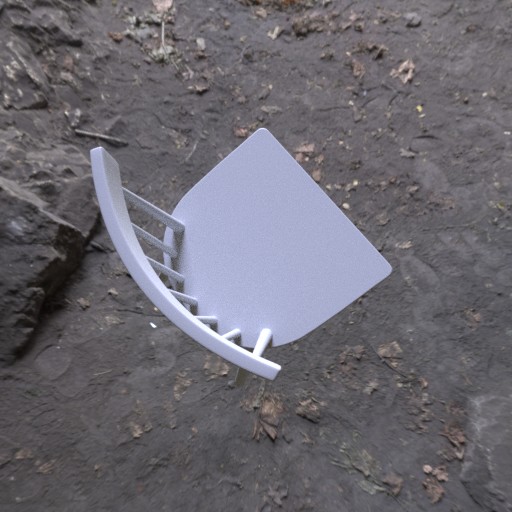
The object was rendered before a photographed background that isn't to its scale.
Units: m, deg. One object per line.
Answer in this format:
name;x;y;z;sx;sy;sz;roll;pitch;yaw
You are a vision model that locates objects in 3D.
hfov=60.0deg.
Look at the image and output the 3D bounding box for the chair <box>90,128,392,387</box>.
chair;0.000;0.000;1.087;0.500;0.787;0.483;-38;79;-9
